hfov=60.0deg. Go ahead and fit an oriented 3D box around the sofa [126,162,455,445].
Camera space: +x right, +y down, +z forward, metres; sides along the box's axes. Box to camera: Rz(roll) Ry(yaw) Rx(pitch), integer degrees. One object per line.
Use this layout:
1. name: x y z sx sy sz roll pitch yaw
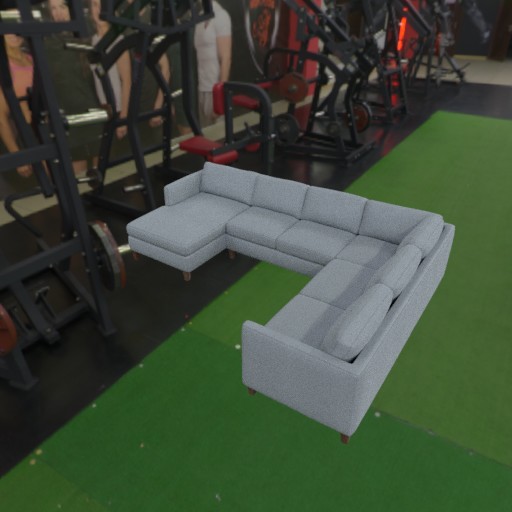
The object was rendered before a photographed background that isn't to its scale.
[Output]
1. sofa: 0.000 0.000 4.497 3.238 0.853 2.551 19 35 29
